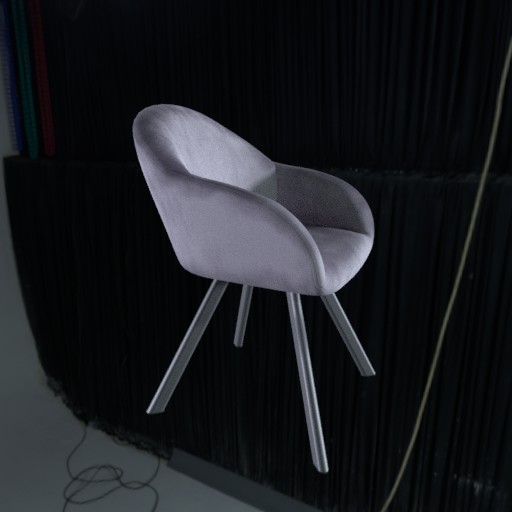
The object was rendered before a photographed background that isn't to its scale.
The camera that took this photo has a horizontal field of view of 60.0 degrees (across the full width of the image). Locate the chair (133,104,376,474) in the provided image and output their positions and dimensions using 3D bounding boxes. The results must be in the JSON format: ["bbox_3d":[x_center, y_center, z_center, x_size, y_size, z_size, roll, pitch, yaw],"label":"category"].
[{"bbox_3d":[0.000,0.000,1.198,0.590,0.795,0.550,7,16,26],"label":"chair"}]
